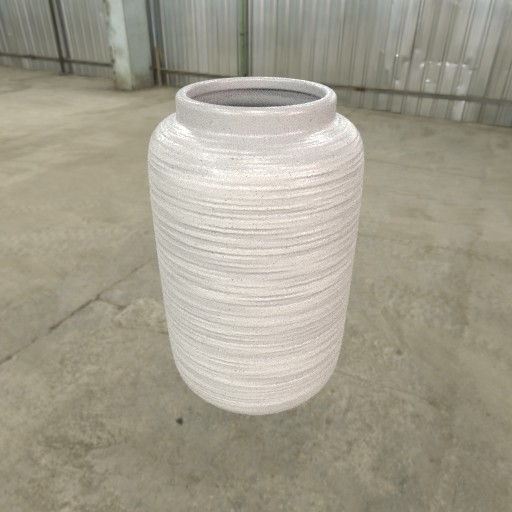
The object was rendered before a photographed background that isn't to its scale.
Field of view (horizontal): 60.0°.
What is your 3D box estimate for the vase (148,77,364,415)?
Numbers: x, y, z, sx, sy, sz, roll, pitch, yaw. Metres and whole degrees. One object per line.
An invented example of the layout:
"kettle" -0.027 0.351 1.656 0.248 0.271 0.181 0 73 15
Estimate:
"vase" 0.000 0.000 0.470 0.202 0.335 0.202 0 31 0
